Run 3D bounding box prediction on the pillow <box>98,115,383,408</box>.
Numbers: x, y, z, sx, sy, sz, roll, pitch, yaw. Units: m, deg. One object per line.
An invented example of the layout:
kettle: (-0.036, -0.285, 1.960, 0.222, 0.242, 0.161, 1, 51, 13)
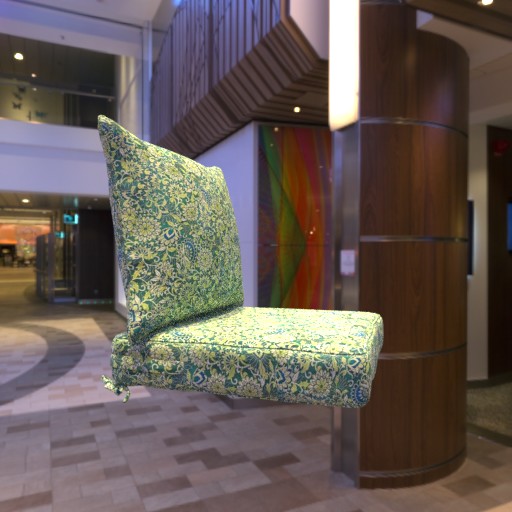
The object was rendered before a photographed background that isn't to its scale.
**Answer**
pillow: (0.000, 0.000, 1.381, 0.740, 0.722, 0.798, 0, 0, 18)
